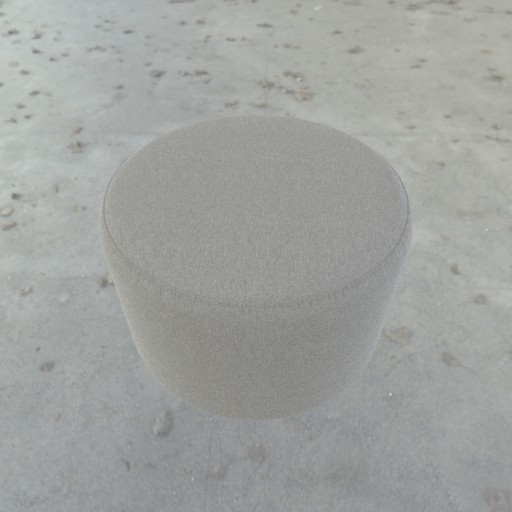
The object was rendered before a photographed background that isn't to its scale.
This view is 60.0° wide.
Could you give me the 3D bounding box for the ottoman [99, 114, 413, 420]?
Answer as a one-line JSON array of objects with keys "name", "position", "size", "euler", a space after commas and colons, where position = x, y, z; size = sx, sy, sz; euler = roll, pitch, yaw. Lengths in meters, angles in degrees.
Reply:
[{"name": "ottoman", "position": [0.000, 0.000, 0.989], "size": [0.608, 0.433, 0.608], "euler": [0, 45, 0]}]
